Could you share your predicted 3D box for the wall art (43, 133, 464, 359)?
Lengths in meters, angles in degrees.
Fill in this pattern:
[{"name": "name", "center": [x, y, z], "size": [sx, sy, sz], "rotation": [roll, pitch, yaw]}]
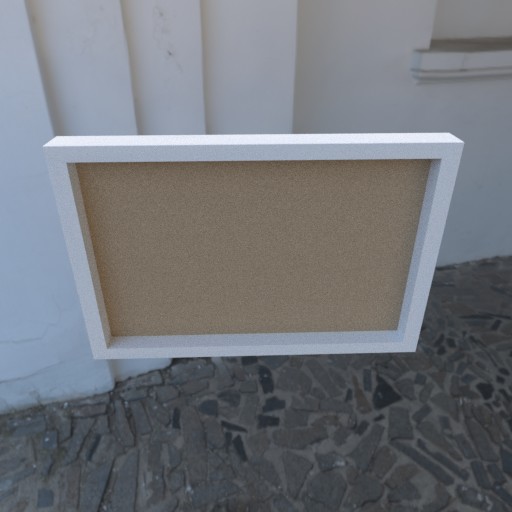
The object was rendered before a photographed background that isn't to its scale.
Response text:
[{"name": "wall art", "center": [0.000, 0.000, 0.481], "size": [0.384, 0.254, 0.039], "rotation": [-1, 30, -1]}]
